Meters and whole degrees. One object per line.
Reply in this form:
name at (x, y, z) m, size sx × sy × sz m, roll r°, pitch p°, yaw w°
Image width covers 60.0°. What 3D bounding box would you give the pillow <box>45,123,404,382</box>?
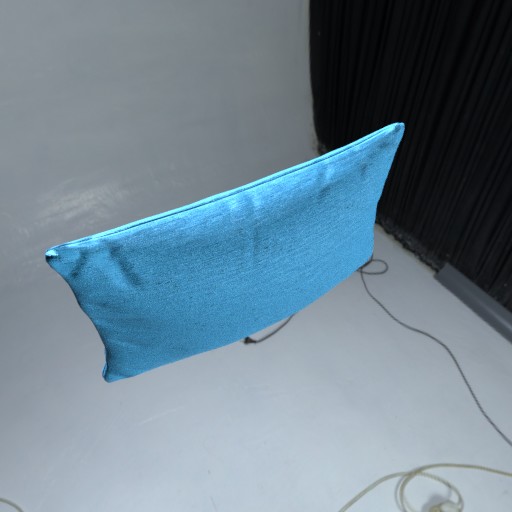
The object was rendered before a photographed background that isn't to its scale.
pillow at (0.000, 0.000, 0.795) m, size 0.633 × 0.338 × 0.210 m, roll -24°, pitch 51°, yaw -21°
